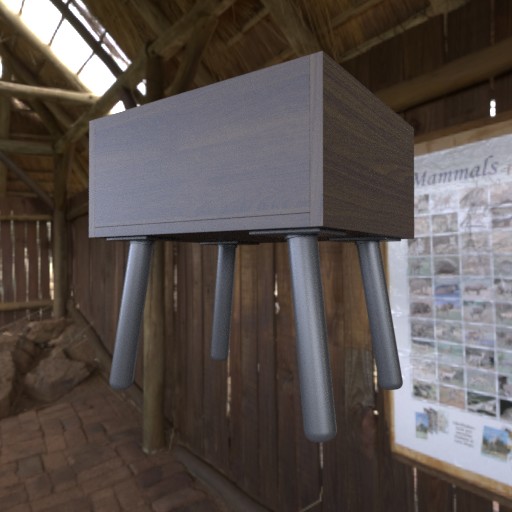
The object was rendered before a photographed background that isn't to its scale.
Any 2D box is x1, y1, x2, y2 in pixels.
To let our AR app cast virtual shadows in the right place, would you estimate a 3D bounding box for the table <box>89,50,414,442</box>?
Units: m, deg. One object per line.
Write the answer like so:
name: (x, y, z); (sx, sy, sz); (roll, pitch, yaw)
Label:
table: (0.000, 0.000, 0.791); (0.450, 0.470, 0.370); (0, -1, 35)
